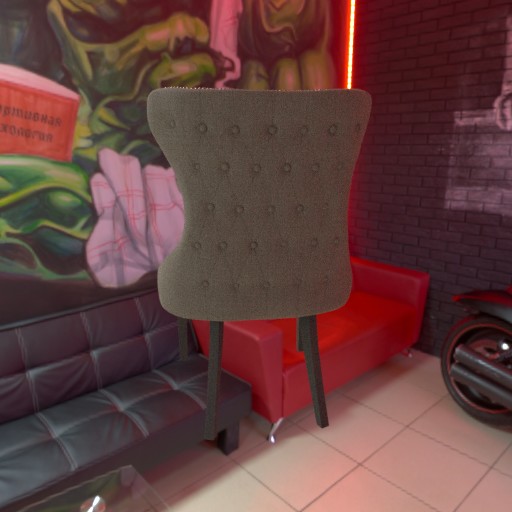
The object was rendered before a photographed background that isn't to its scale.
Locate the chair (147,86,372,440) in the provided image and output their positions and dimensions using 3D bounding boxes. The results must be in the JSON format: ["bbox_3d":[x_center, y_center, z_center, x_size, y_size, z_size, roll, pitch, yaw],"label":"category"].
[{"bbox_3d":[0.000,0.000,1.421,0.628,0.967,0.635,-2,14,-9],"label":"chair"}]
